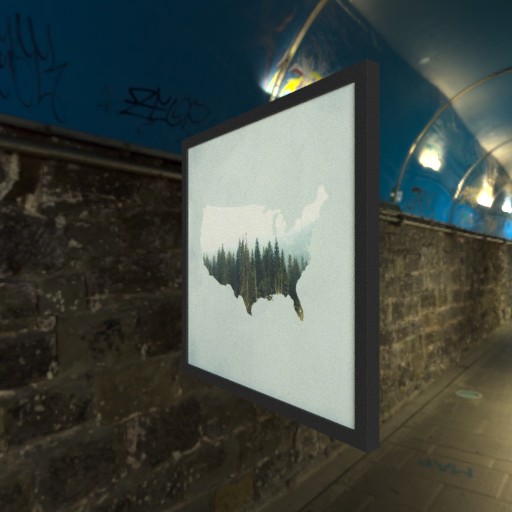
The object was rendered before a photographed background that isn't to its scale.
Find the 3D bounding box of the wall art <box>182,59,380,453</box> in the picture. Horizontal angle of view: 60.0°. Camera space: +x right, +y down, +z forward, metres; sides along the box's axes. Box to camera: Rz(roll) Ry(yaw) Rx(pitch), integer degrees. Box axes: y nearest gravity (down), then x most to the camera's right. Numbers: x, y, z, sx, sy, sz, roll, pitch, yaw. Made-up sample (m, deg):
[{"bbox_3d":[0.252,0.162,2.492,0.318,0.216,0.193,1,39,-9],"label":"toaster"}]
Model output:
[{"bbox_3d":[0.000,0.000,1.172,0.038,0.763,0.763,0,0,-37],"label":"wall art"}]
